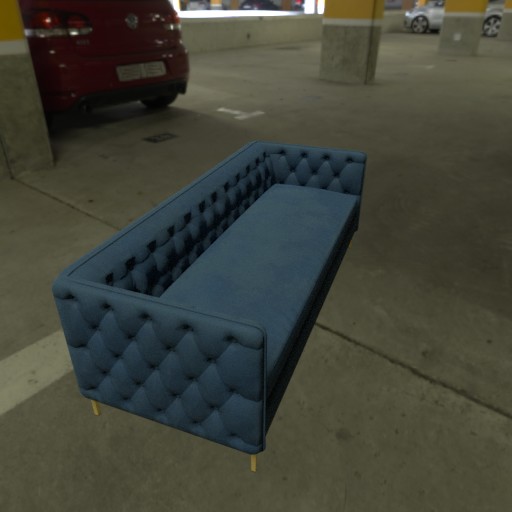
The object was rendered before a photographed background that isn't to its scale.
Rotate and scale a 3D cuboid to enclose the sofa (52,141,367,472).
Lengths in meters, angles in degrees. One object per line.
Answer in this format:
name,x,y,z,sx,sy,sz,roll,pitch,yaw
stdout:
sofa,0.000,0.000,2.619,0.895,0.771,2.209,11,32,18
